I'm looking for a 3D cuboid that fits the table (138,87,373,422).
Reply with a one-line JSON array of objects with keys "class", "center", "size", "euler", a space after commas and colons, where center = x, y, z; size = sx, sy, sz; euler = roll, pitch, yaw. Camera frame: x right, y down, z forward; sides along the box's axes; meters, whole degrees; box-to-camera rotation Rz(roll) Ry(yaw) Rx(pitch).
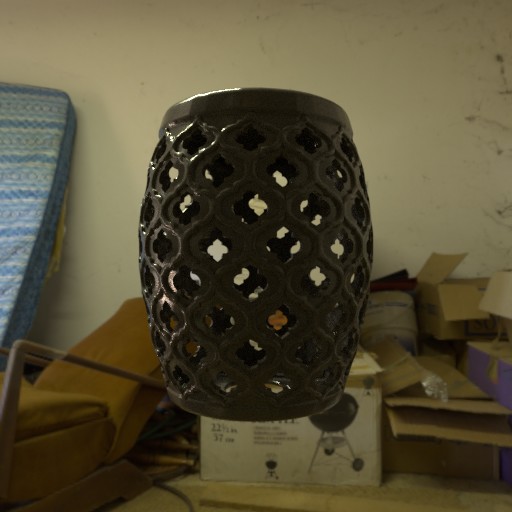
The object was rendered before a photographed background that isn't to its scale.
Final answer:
[{"class": "table", "center": [0.000, 0.000, 0.633], "size": [0.325, 0.388, 0.325], "euler": [0, 0, 0]}]
